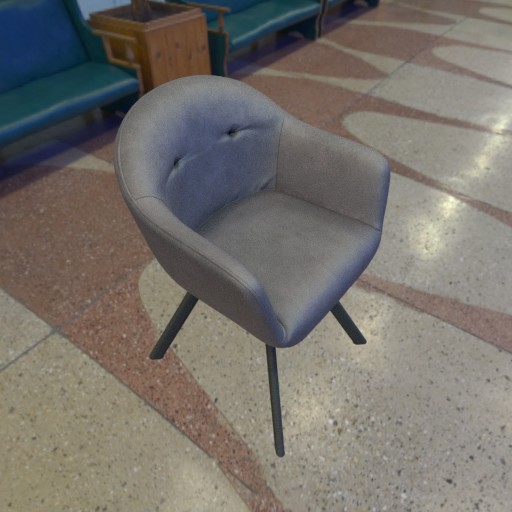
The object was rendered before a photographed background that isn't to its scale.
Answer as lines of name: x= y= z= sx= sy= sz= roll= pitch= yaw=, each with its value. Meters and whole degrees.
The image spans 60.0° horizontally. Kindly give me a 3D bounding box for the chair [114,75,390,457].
chair: x=0.000 y=0.000 z=1.158 sx=0.544 sy=0.781 sz=0.567 roll=28 pitch=49 yaw=27
